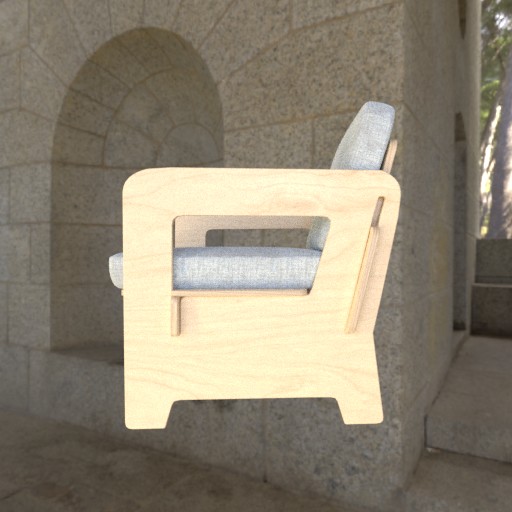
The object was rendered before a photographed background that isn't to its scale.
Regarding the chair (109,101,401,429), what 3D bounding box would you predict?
[{"bbox_3d":[0.000,0.000,1.283,0.710,0.800,0.590,0,0,2],"label":"chair"}]
